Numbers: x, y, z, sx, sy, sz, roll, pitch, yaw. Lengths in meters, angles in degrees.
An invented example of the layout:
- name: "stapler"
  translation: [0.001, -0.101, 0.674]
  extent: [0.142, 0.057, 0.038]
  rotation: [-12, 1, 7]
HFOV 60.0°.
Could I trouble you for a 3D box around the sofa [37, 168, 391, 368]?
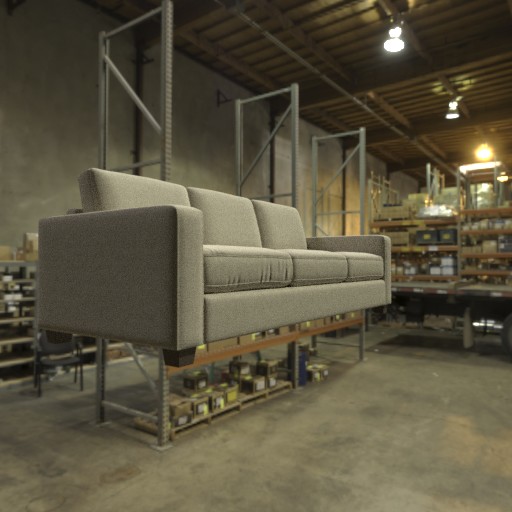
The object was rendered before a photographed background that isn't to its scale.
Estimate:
- name: "sofa"
  translation: [0.000, 0.000, 2.603]
  extent: [0.900, 0.800, 2.160]
  rotation: [-1, -1, 36]
